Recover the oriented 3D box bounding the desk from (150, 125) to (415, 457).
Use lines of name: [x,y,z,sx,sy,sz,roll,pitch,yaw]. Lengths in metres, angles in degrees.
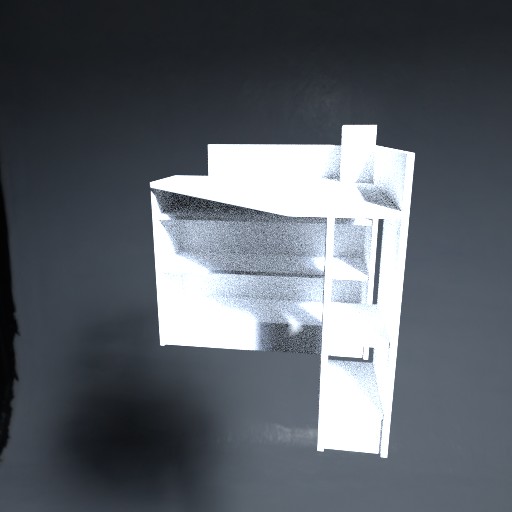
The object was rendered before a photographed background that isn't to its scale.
desk: [0.000,0.000,1.729,0.940,0.986,0.940,2,15,8]
